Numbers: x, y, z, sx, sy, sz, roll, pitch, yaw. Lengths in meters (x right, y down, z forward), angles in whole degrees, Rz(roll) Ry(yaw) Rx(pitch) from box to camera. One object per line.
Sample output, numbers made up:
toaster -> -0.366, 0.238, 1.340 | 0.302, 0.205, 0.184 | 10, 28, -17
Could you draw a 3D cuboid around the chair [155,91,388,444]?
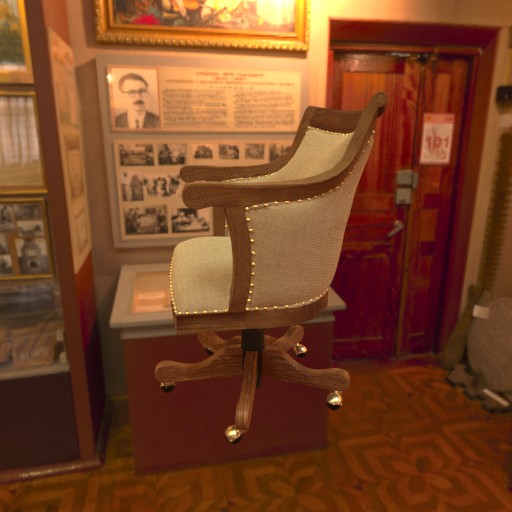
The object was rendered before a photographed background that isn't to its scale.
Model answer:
chair -> 0.000, 0.000, 1.442 | 0.689, 0.965, 0.656 | -3, 16, -10
